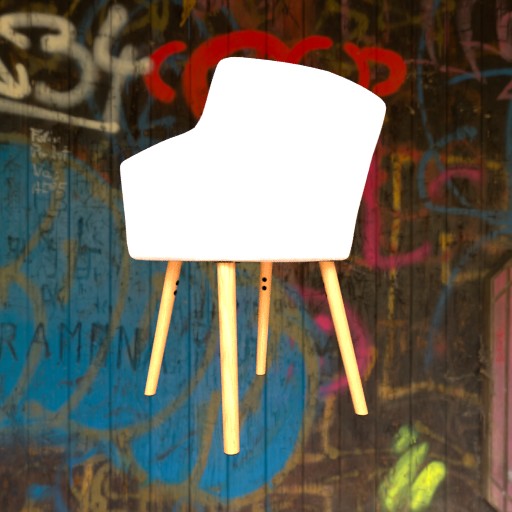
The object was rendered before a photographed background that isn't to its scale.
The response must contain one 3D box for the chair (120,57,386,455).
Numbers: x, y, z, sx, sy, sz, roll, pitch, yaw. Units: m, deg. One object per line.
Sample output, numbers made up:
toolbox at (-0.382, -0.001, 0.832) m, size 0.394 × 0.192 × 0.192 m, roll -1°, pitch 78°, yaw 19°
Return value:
chair at (0.000, 0.000, 1.140) m, size 0.570 × 0.780 × 0.540 m, roll 0°, pitch 0°, yaw -34°
